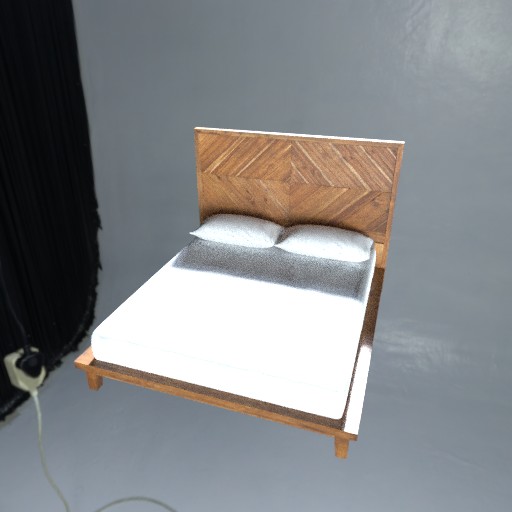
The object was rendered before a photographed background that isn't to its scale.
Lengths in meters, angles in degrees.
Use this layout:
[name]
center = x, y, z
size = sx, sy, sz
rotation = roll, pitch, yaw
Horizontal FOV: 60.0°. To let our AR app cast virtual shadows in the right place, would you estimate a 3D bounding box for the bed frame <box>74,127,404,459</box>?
[bed frame]
center = 0.000, 0.000, 3.645
size = 2.038, 1.537, 2.235
rotation = 9, 28, 17
